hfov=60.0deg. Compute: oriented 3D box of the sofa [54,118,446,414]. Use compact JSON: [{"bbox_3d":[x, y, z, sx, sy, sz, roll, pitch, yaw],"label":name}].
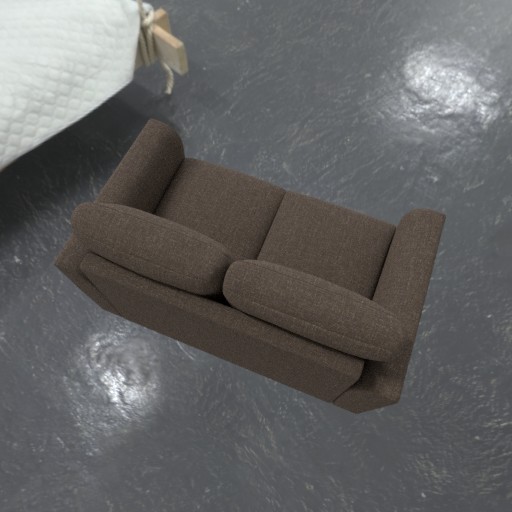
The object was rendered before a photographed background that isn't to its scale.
[{"bbox_3d":[0.000,0.000,1.993,1.423,0.885,0.851,20,66,9],"label":"sofa"}]
